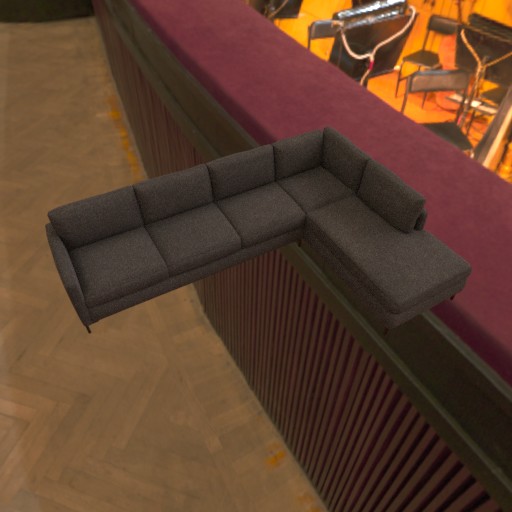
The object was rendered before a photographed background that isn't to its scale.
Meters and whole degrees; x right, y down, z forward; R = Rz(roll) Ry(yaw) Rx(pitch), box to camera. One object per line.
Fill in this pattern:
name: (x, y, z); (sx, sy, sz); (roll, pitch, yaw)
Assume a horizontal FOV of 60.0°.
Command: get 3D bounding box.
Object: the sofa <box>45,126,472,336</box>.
sofa: (0.000, 0.000, 3.681); (2.949, 0.815, 2.007); (-22, 49, -20)
